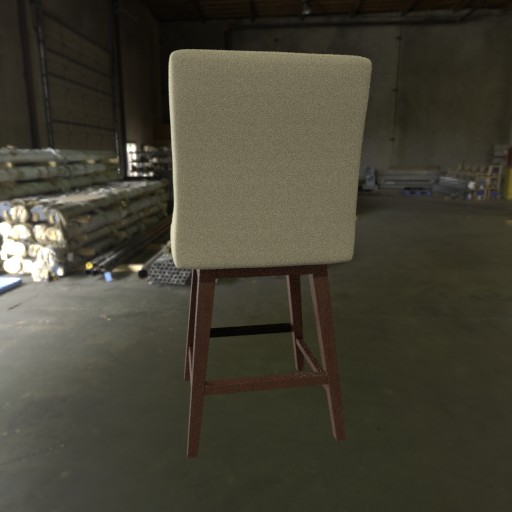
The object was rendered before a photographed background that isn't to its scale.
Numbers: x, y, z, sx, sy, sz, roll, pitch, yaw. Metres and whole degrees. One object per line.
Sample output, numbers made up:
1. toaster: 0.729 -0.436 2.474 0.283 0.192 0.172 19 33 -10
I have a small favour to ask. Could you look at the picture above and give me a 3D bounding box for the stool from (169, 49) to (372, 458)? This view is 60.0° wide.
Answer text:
1. stool: 0.000 0.000 1.279 0.483 0.991 0.559 -2 13 -10
